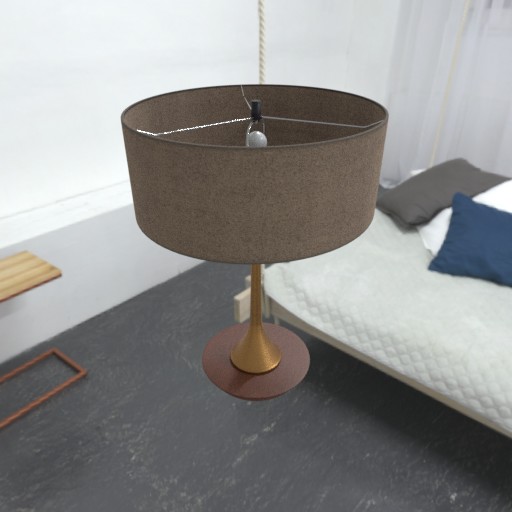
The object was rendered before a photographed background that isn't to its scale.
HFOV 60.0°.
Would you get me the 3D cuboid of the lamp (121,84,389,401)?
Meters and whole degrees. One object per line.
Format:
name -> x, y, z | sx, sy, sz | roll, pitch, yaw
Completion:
lamp -> 0.000, 0.000, 0.817 | 0.396, 0.551, 0.417 | 11, 32, 18
